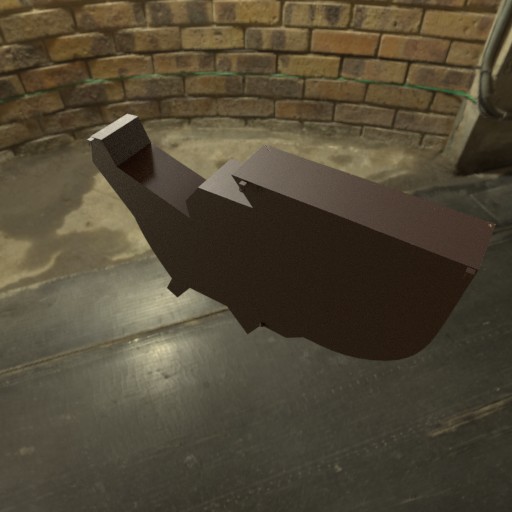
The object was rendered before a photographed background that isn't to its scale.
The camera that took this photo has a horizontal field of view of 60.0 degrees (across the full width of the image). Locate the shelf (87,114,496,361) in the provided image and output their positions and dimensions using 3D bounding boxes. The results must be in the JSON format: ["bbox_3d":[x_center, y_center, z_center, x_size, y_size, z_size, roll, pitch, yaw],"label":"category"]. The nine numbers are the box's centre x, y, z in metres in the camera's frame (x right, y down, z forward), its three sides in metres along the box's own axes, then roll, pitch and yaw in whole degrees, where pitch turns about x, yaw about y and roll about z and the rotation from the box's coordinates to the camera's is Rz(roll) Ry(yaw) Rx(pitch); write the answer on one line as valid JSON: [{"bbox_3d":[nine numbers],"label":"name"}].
[{"bbox_3d":[0.000,0.000,0.885,0.729,0.439,0.112,24,51,21],"label":"shelf"}]
